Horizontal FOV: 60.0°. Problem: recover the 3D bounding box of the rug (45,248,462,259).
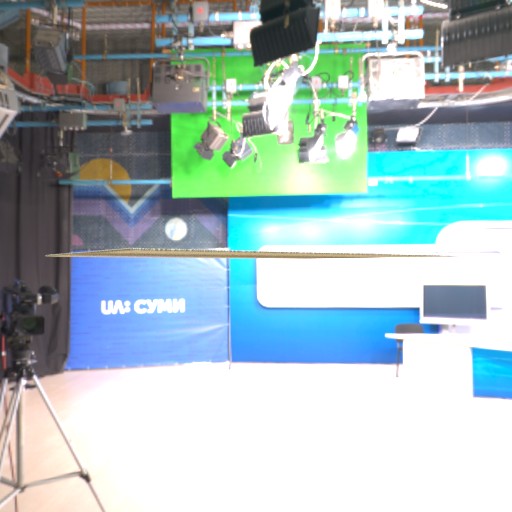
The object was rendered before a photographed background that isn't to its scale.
[{"bbox_3d":[0.000,0.000,2.315,1.815,0.007,1.226,1,-1,-36],"label":"rug"}]
